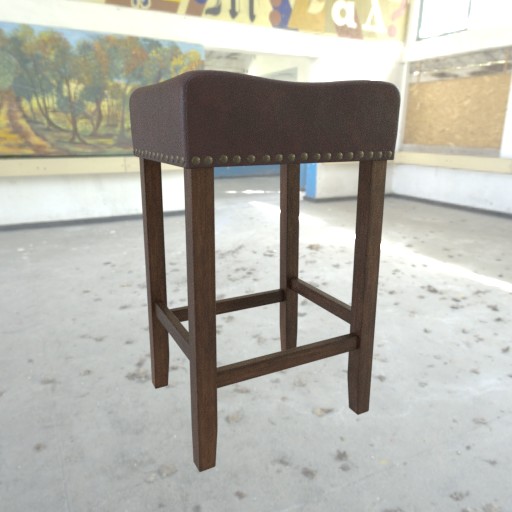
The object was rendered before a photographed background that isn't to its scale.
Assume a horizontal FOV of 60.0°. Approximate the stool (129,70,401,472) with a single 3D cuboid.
[{"bbox_3d":[0.000,0.000,1.056,0.465,0.769,0.401,-8,18,-26],"label":"stool"}]
